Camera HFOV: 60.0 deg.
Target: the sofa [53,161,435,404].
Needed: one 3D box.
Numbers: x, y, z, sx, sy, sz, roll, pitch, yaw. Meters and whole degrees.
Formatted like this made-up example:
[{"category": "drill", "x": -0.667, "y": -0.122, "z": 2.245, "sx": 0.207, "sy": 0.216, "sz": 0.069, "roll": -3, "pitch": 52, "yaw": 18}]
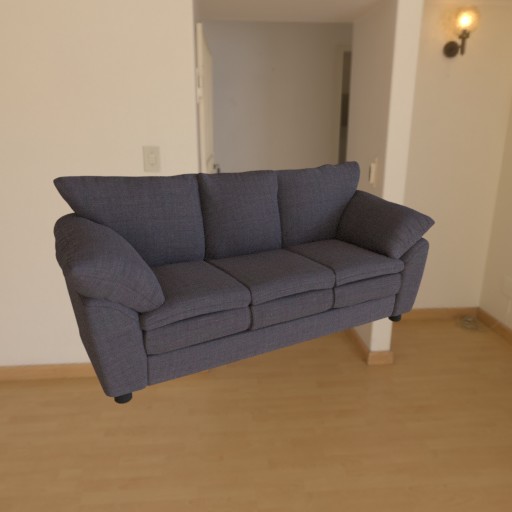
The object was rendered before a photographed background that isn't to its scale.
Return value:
[{"category": "sofa", "x": 0.000, "y": 0.000, "z": 2.826, "sx": 2.336, "sy": 1.080, "sz": 0.883, "roll": -9, "pitch": 19, "yaw": -29}]
